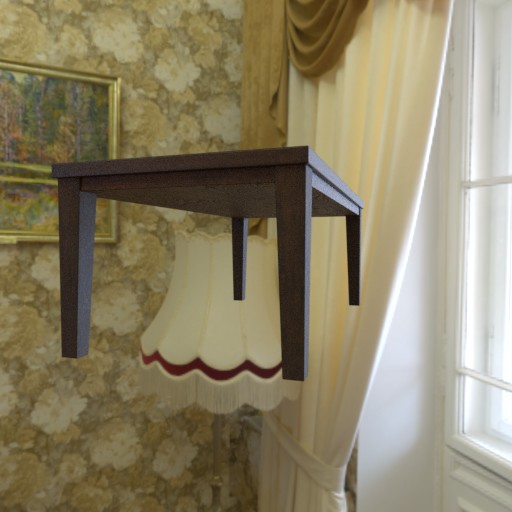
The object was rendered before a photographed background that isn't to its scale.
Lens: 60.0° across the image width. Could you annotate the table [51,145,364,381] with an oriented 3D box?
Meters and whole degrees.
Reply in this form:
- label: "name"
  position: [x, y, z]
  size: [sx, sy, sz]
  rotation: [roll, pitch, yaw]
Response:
- label: "table"
  position: [0.000, 0.000, 2.509]
  size: [1.016, 0.762, 1.981]
  rotation: [1, 2, 19]
